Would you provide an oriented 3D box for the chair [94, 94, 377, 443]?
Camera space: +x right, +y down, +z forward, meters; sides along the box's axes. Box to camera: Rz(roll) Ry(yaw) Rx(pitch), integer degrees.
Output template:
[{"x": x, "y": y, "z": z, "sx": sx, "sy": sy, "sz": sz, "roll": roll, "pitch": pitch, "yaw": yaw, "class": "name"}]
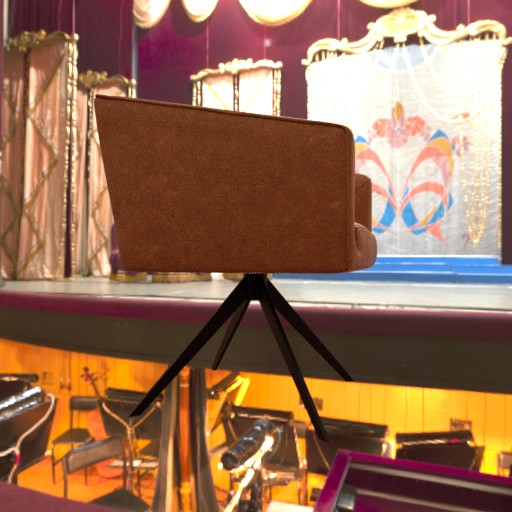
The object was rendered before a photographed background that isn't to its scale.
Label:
[{"x": 0.000, "y": 0.000, "z": 1.205, "sx": 0.625, "sy": 0.760, "sz": 0.588, "roll": 0, "pitch": -1, "yaw": 18, "class": "chair"}]
